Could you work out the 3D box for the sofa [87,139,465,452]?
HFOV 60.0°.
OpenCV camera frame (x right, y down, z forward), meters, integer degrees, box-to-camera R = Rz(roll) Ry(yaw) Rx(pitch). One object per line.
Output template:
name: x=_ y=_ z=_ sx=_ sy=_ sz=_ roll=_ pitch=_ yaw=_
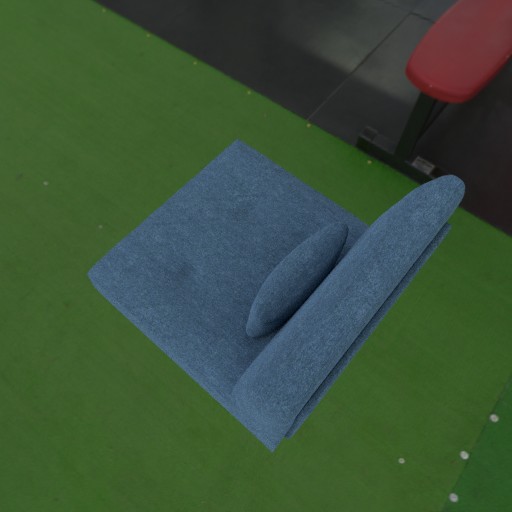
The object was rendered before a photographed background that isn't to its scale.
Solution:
sofa: x=0.000 y=0.000 z=1.673 sx=1.000 sy=0.820 sz=0.930 roll=37 pitch=69 yaw=17
